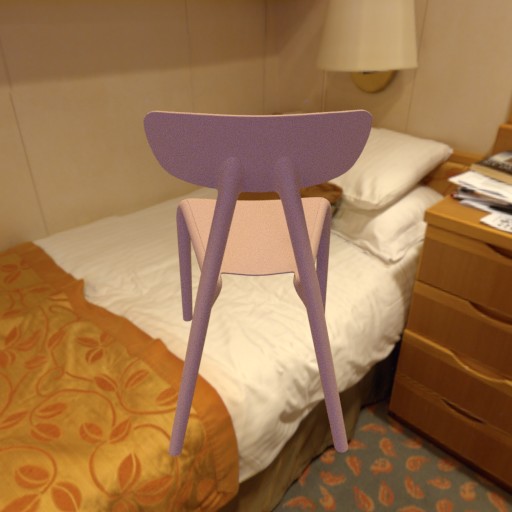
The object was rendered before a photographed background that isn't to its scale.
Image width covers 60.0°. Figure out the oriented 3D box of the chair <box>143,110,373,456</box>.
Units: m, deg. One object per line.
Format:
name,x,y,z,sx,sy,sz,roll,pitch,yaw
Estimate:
chair,0.000,0.000,0.809,0.356,0.580,0.401,-1,30,-1
